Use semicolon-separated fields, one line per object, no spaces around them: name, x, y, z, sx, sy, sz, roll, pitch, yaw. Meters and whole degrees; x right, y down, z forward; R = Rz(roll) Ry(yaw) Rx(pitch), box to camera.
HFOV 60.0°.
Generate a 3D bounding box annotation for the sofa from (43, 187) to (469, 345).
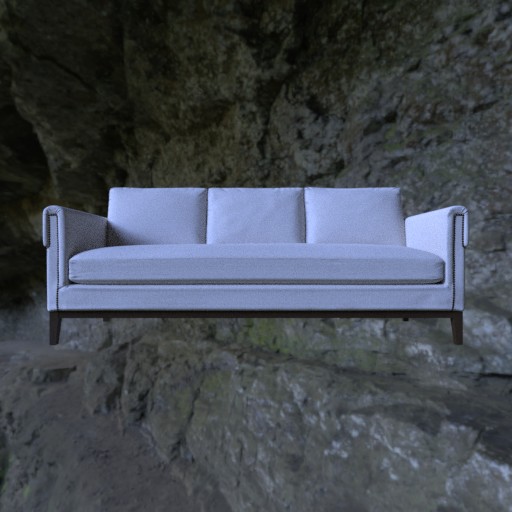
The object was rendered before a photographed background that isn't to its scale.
sofa;0.000;0.000;2.682;2.198;0.911;0.902;0;0;0
